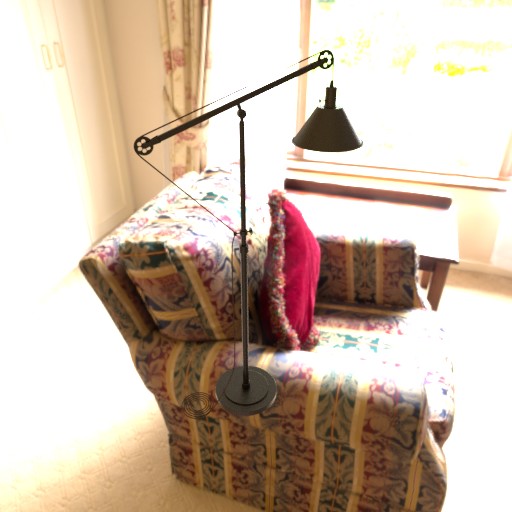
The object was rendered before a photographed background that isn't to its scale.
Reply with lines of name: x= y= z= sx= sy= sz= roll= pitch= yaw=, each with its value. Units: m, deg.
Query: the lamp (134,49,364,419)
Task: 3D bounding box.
lamp: x=0.000 y=0.000 z=1.938 sx=0.904 sy=1.626 sz=0.319 roll=-11 pitch=32 yaw=-18
